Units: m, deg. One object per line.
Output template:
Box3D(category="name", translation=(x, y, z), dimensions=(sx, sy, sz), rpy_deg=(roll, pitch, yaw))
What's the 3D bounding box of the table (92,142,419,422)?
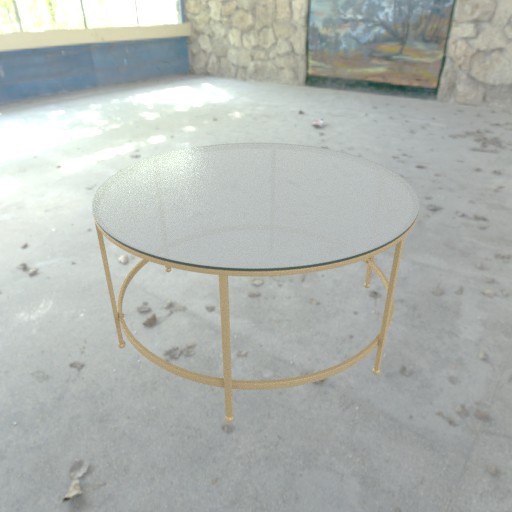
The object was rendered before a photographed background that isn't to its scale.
Box3D(category="table", translation=(0.000, 0.000, 1.412), dimensions=(0.914, 0.470, 0.914), rpy_deg=(0, 30, 0))
